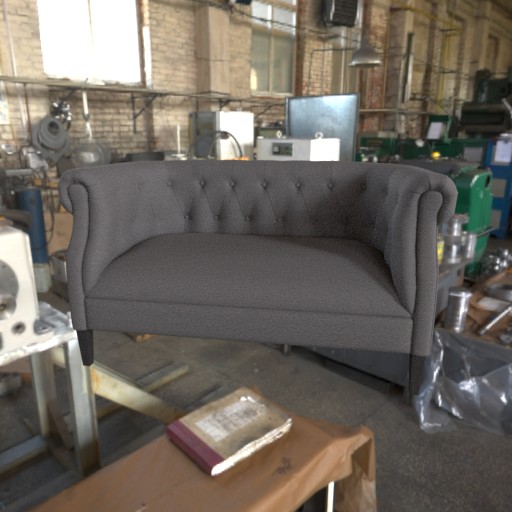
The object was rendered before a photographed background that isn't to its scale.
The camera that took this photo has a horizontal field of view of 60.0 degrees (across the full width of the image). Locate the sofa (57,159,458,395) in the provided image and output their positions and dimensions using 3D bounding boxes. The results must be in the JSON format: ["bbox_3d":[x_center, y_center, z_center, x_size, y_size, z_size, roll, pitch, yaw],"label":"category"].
[{"bbox_3d":[0.000,0.000,2.038,1.558,0.827,0.835,3,16,9],"label":"sofa"}]
